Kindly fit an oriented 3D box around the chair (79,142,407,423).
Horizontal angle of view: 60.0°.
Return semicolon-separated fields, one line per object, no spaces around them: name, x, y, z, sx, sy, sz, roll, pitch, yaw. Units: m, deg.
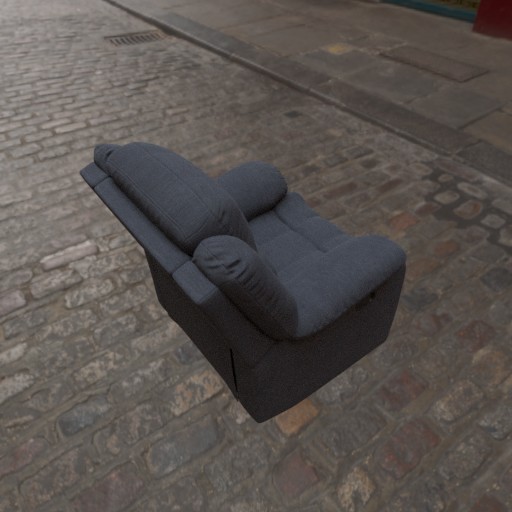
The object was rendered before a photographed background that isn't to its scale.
chair;0.000;0.000;1.736;0.944;1.008;0.899;-26;47;-27
